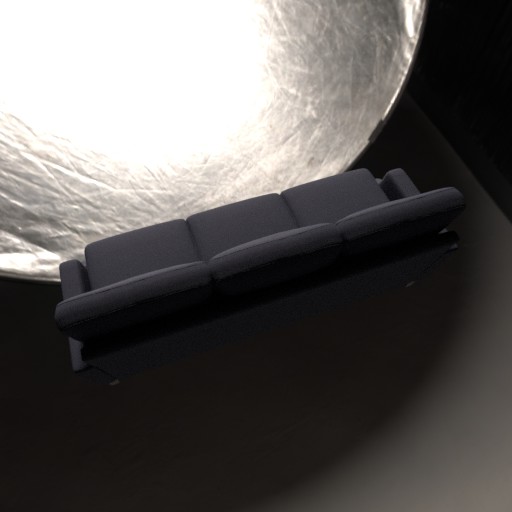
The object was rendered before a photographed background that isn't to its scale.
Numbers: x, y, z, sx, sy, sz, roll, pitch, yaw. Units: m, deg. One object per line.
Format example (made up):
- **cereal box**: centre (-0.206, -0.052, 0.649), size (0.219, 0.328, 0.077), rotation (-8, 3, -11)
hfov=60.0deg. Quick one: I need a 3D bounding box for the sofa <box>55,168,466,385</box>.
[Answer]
- **sofa**: centre (0.000, 0.000, 2.582), size (2.115, 0.984, 0.888), rotation (-17, 59, -10)
